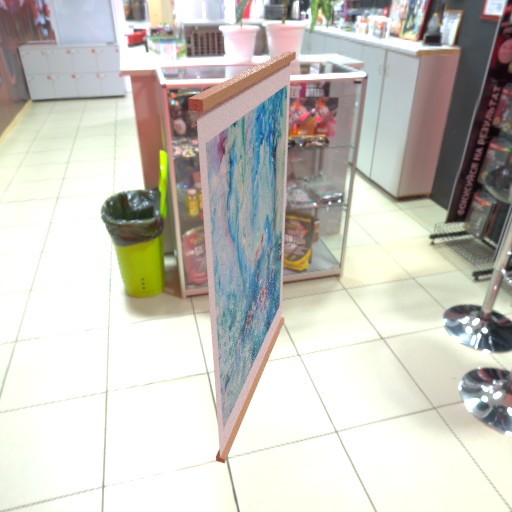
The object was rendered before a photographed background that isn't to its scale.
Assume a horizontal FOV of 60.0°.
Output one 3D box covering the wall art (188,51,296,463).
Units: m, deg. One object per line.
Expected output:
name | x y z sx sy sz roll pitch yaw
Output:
wall art | 0.000 0.000 1.921 0.040 1.510 0.991 10 33 15
